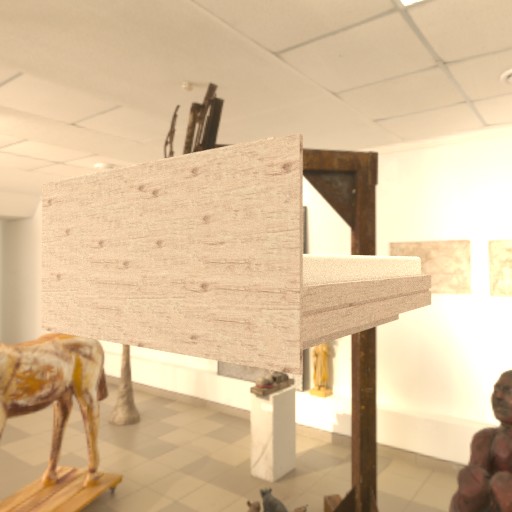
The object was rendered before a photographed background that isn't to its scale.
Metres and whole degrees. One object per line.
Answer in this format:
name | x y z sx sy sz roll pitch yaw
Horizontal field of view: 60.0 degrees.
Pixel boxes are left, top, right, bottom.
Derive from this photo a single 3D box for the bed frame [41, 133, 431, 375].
bed frame | 0.000 0.000 3.163 1.950 0.970 2.080 0 -1 36
